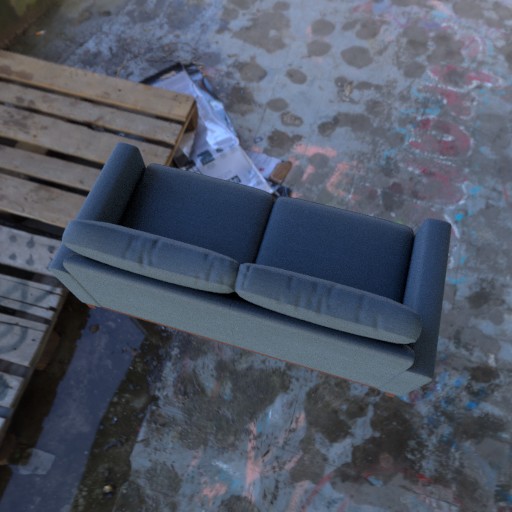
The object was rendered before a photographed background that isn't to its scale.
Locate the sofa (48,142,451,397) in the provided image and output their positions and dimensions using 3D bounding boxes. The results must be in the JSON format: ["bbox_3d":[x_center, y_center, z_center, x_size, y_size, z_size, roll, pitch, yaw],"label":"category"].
[{"bbox_3d":[0.000,0.000,2.399,1.900,0.865,0.877,15,65,7],"label":"sofa"}]
